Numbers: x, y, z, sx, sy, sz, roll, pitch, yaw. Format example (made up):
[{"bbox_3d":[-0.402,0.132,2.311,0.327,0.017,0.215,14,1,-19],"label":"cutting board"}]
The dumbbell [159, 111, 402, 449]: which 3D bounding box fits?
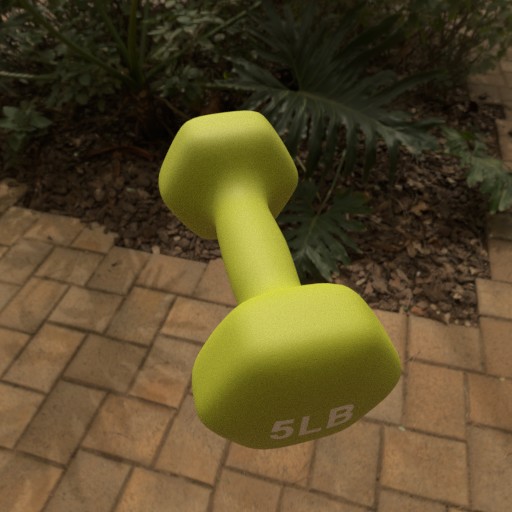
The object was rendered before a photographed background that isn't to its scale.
[{"bbox_3d":[0.000,0.000,0.209,0.080,0.072,0.164,-10,47,-9],"label":"dumbbell"}]
